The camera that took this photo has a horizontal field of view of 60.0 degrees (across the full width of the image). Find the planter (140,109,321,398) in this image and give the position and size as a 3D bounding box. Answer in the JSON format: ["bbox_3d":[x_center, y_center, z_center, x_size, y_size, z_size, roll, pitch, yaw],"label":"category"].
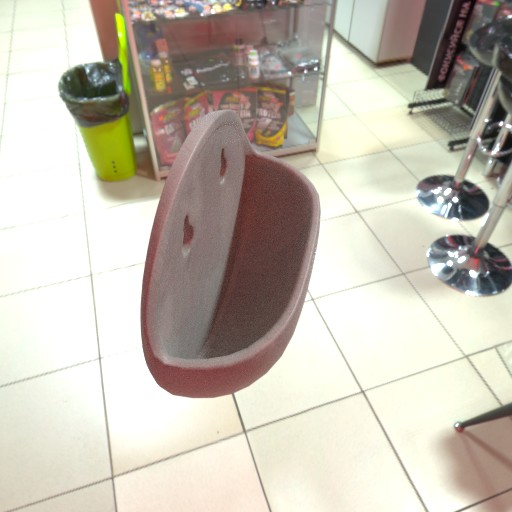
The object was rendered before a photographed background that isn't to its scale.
[{"bbox_3d":[0.000,0.000,0.281,0.073,0.164,0.190,11,48,10],"label":"planter"}]
